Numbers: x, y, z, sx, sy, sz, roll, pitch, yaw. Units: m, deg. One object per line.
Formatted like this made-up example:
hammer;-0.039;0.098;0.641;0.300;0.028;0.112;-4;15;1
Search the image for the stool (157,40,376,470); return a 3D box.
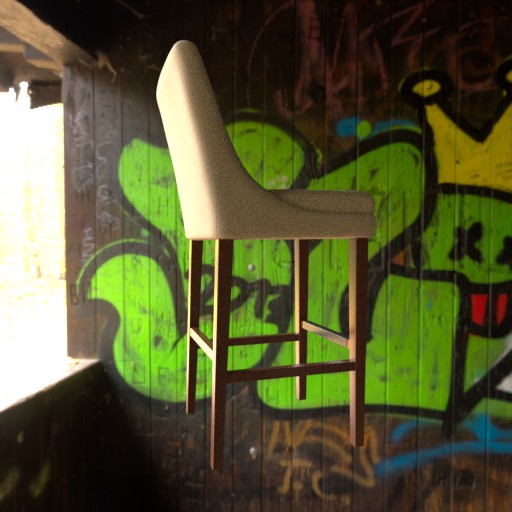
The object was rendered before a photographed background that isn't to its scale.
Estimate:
stool;0.000;0.000;1.364;0.577;1.078;0.470;-1;2;-18
